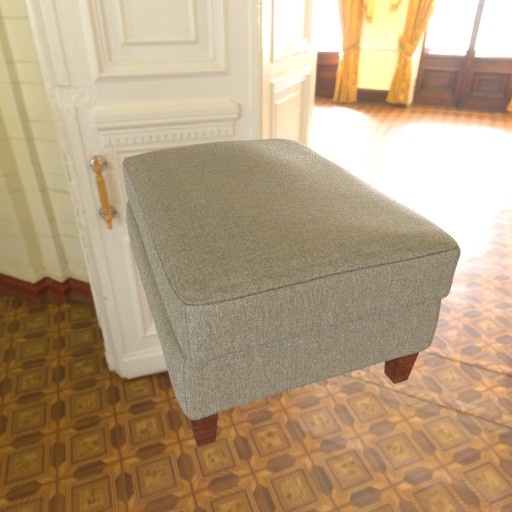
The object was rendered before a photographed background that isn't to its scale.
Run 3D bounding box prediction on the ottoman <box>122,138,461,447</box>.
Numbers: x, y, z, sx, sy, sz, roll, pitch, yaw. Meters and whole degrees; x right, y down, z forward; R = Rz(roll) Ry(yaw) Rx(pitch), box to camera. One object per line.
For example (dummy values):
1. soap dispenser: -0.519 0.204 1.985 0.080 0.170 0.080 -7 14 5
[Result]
1. ottoman: 0.000 0.000 1.265 0.639 0.494 0.873 -11 32 -18
